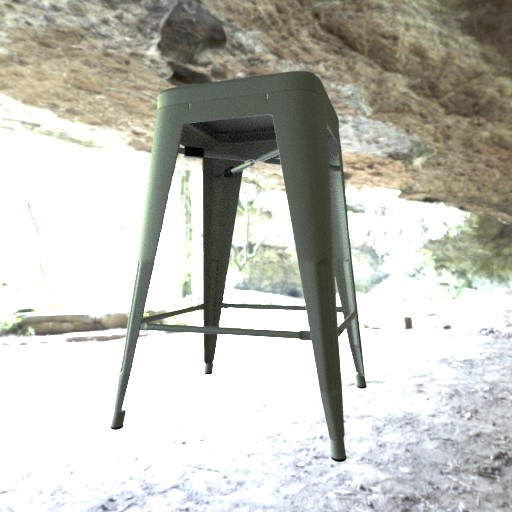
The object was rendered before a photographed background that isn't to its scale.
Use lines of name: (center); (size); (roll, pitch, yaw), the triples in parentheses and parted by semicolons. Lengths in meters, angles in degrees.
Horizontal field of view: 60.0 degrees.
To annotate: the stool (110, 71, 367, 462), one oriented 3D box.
stool: (0.000, 0.000, 0.904); (0.410, 0.608, 0.410); (0, 0, 18)
